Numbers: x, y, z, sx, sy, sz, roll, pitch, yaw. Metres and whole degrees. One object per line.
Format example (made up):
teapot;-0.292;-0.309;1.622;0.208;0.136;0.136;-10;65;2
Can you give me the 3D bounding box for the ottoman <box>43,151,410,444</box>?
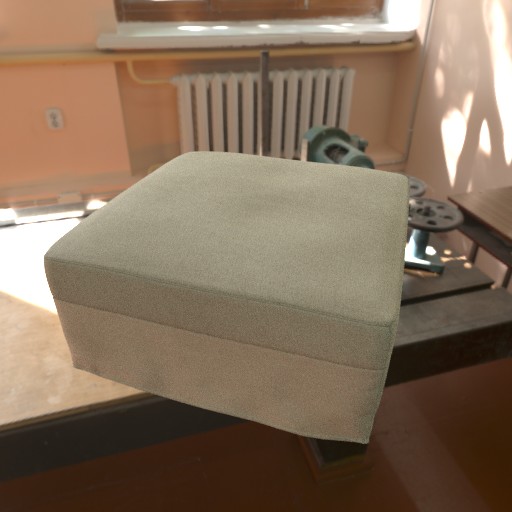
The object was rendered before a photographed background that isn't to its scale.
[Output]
ottoman;0.000;0.000;1.349;0.842;0.441;0.843;10;33;15
